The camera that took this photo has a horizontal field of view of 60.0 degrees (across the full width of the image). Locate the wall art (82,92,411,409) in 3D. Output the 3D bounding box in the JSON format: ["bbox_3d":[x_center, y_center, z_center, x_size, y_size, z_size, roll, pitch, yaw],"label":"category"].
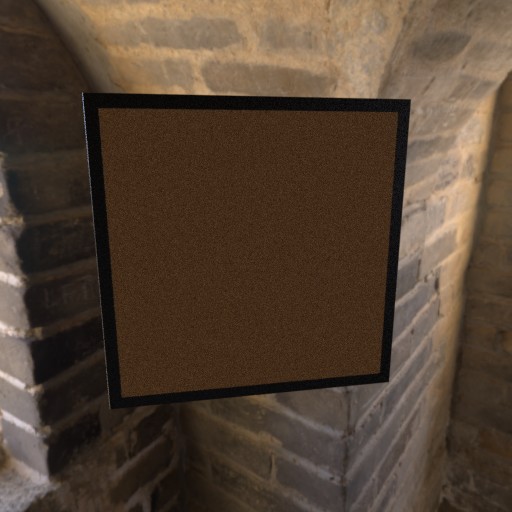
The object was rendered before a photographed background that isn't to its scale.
[{"bbox_3d":[0.000,0.000,1.126,0.765,0.765,0.038,-2,14,-10],"label":"wall art"}]
